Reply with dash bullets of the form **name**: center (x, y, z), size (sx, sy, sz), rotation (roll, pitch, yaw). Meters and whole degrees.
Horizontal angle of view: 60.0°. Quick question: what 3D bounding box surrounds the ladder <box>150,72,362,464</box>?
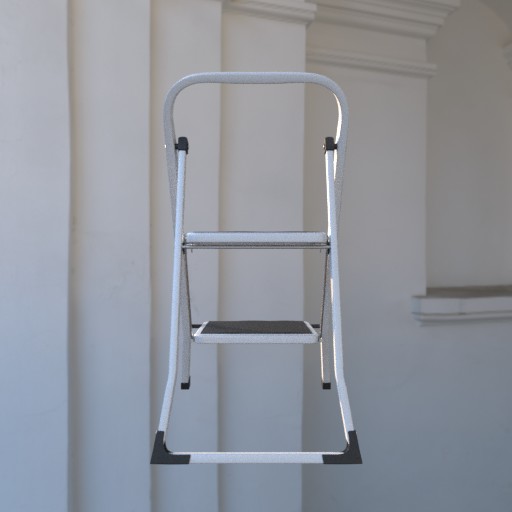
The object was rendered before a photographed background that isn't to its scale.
- **ladder**: center (0.000, 0.000, 1.120), size (0.460, 0.810, 0.544), rotation (0, 0, 0)
